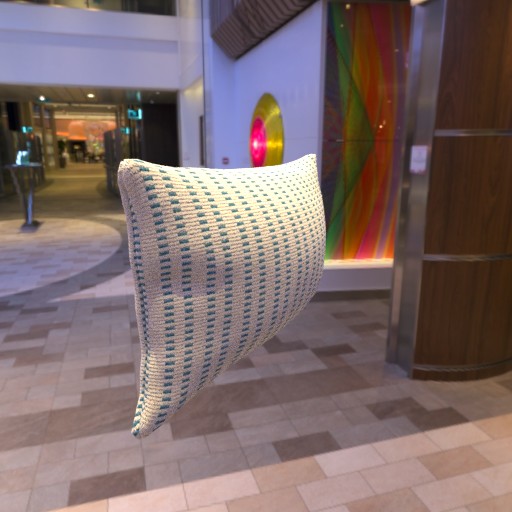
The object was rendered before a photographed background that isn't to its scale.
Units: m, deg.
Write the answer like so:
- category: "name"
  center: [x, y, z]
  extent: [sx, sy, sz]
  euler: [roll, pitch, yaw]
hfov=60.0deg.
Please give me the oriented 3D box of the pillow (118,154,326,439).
- category: "pillow"
  center: [0.000, 0.000, 0.798]
  extent: [0.210, 0.353, 0.640]
  euler: [7, 15, 26]
